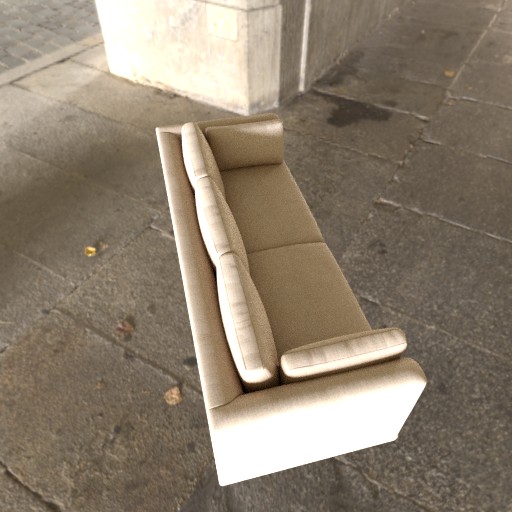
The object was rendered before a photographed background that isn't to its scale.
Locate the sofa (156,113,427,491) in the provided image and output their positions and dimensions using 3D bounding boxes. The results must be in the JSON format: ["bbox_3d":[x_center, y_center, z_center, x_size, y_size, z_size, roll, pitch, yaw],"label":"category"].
[{"bbox_3d":[0.000,0.000,2.861,0.969,0.867,2.415,-10,47,-10],"label":"sofa"}]
